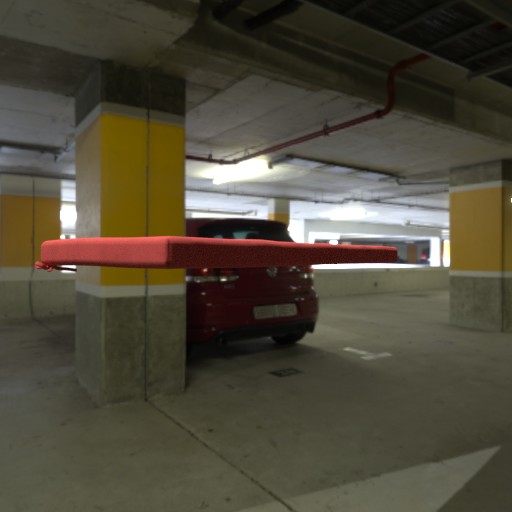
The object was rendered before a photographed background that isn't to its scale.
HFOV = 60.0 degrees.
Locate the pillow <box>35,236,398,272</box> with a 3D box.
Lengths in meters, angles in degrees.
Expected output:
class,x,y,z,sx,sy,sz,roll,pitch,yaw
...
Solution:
class,x,y,z,sx,sy,sz,roll,pitch,yaw
pillow,0.000,0.000,1.370,0.492,0.081,1.187,0,0,37
